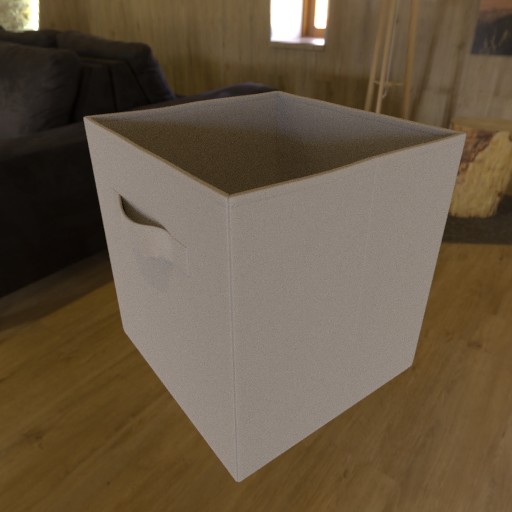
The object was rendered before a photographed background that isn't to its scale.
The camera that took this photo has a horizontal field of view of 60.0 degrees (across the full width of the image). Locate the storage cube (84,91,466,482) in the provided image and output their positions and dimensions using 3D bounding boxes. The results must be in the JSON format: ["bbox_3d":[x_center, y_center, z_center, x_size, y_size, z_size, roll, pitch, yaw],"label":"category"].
[{"bbox_3d":[0.000,0.000,0.481,0.270,0.280,0.270,-20,36,-31],"label":"storage cube"}]
